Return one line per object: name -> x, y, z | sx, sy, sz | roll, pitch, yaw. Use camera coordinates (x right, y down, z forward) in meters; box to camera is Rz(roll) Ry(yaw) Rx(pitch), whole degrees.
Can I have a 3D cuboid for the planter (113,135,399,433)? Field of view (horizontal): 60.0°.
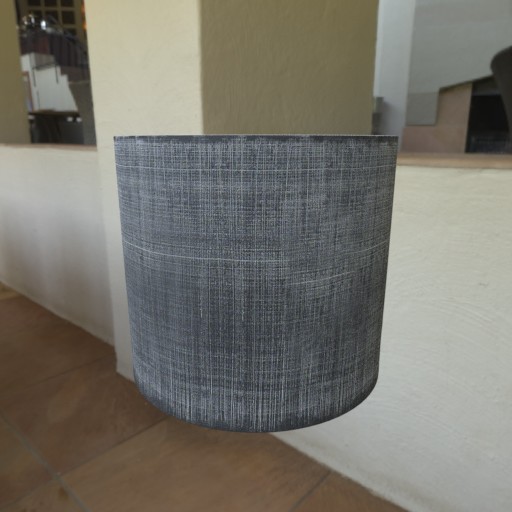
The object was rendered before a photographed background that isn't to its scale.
planter -> 0.000, 0.000, 0.385 | 0.221, 0.201, 0.221 | 0, 15, 0
